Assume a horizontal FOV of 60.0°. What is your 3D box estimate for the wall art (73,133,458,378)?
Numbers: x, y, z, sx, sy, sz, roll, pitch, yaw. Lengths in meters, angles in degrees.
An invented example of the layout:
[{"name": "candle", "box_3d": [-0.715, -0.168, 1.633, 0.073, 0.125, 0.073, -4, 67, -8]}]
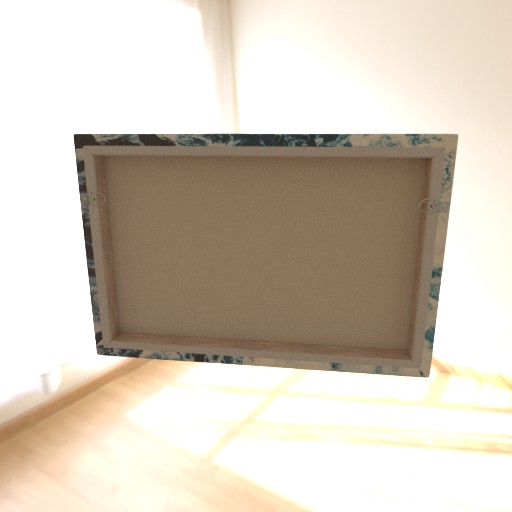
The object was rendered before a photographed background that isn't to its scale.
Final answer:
[{"name": "wall art", "box_3d": [0.000, 0.000, 0.764, 0.609, 0.407, 0.043, 2, 16, 8]}]
